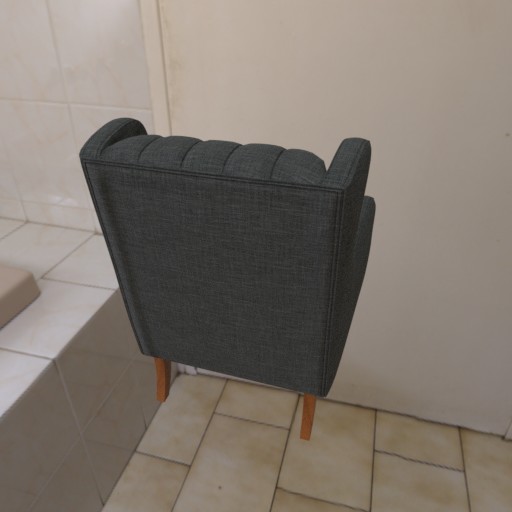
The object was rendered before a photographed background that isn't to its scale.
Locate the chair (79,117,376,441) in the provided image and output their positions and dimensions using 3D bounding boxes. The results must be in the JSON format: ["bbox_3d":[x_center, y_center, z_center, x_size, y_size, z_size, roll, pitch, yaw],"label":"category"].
[{"bbox_3d":[0.000,0.000,1.470,0.711,0.953,0.775,9,33,15],"label":"chair"}]
